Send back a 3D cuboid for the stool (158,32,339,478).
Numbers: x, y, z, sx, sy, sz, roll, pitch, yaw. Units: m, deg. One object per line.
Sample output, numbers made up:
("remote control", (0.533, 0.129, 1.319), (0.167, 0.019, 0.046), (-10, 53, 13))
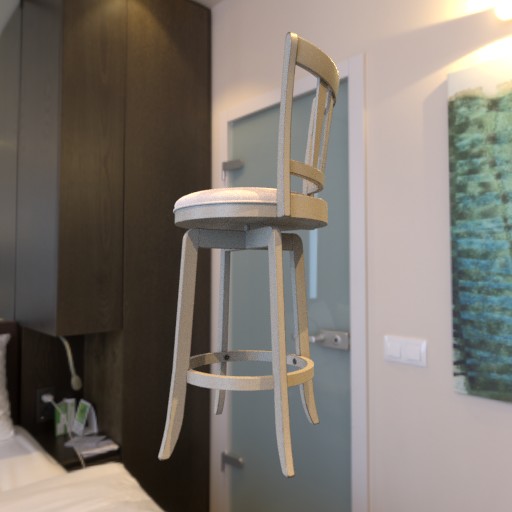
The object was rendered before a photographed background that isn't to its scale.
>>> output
("stool", (0.000, 0.000, 1.271), (0.475, 1.042, 0.436), (-1, -2, 17))
